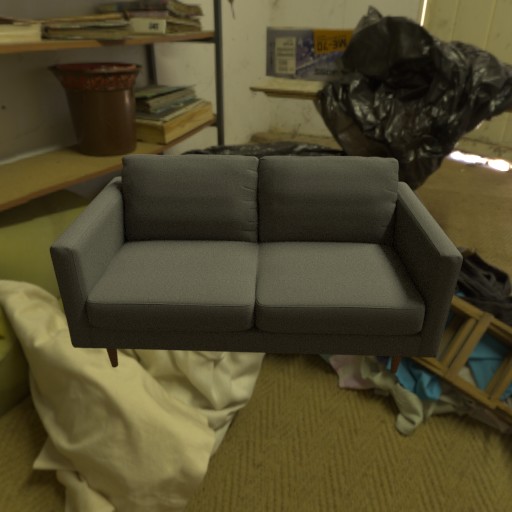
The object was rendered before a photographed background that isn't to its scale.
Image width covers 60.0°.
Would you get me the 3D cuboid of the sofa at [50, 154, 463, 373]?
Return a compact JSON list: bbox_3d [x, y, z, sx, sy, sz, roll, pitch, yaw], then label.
[{"bbox_3d":[0.000,0.000,2.276,1.713,0.866,0.940,1,29,2],"label":"sofa"}]
